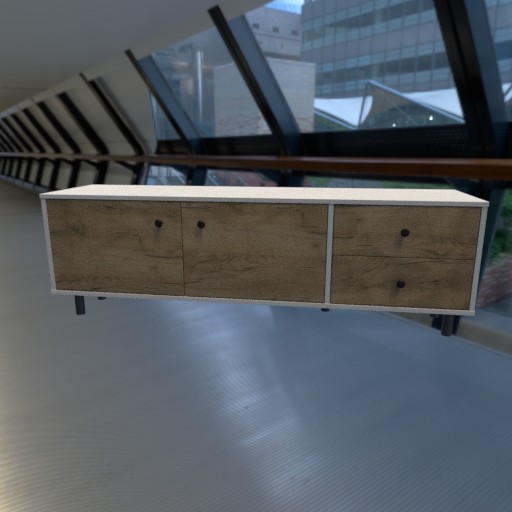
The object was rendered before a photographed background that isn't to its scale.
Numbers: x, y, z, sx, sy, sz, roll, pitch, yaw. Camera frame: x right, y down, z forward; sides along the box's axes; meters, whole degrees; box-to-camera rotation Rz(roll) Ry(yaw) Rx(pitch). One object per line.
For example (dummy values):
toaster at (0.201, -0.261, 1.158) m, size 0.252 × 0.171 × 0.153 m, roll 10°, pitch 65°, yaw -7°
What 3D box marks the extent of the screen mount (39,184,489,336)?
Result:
screen mount at (0.000, 0.000, 1.811) m, size 1.600 × 0.520 × 0.418 m, roll 2°, pitch 14°, yaw 8°
